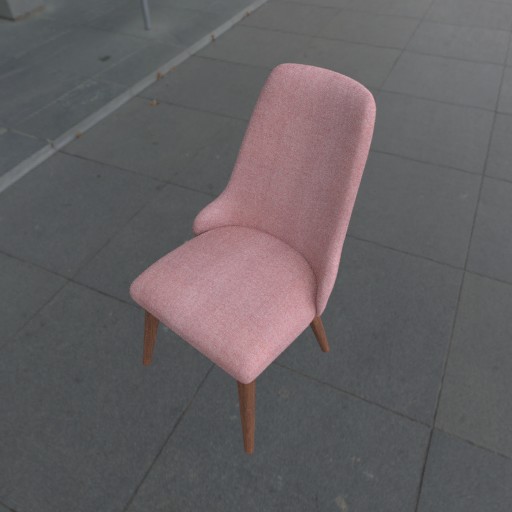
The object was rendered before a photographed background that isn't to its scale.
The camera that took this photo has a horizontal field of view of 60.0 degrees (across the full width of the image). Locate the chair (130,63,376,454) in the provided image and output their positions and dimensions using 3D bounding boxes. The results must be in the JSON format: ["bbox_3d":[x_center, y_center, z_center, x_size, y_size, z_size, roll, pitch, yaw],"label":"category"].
[{"bbox_3d":[0.000,0.000,1.374,0.535,0.918,0.707,31,54,27],"label":"chair"}]
